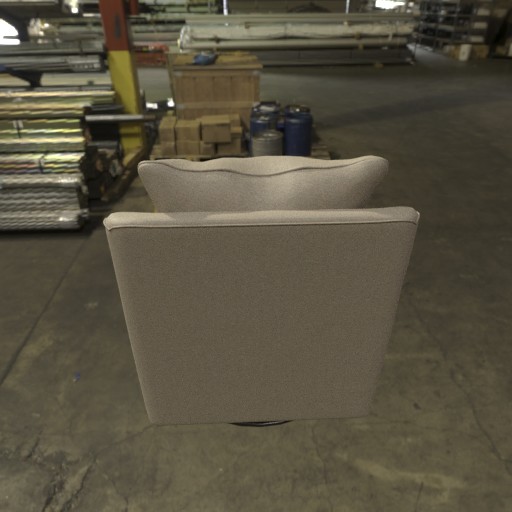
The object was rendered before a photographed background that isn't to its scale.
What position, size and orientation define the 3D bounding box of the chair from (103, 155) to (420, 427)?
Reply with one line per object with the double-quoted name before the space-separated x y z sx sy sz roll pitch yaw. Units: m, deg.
"chair" 0.000 0.000 1.563 0.760 0.942 0.876 -1 31 -2
